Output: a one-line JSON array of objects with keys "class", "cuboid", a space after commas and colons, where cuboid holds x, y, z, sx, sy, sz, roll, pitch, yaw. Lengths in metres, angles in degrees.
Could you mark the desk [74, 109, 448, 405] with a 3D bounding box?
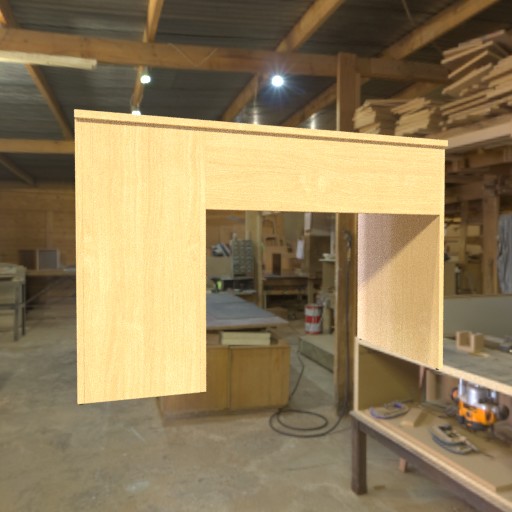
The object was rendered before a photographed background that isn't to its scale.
[{"class": "desk", "cuboid": [0.000, 0.000, 1.516, 1.097, 0.735, 0.560, 0, 1, -17]}]
